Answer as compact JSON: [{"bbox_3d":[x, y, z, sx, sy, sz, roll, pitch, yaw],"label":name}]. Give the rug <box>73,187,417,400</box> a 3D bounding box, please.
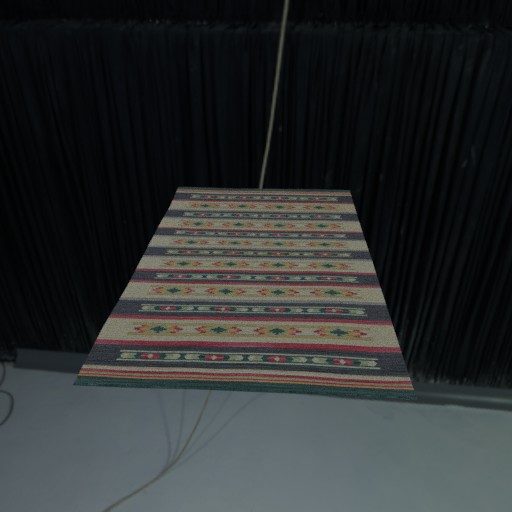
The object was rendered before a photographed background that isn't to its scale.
[{"bbox_3d":[0.000,0.000,2.937,1.522,0.010,2.311,2,31,3],"label":"rug"}]
